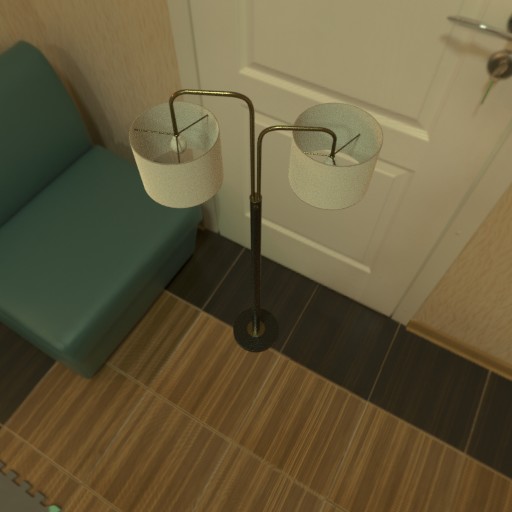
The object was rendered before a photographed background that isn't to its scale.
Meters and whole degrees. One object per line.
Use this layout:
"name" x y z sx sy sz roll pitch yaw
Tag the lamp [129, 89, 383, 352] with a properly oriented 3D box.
"lamp" 0.000 0.000 1.803 0.711 1.587 0.254 1 58 0
